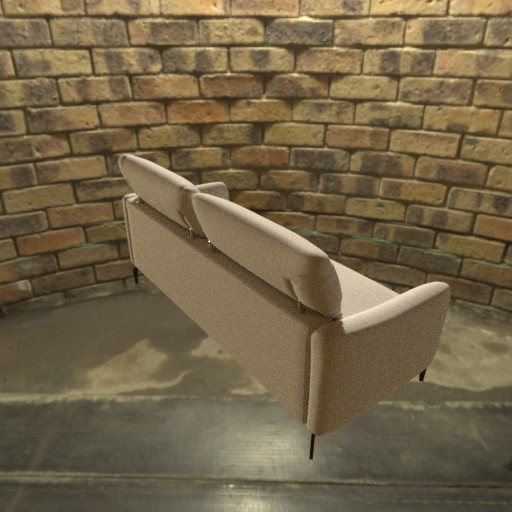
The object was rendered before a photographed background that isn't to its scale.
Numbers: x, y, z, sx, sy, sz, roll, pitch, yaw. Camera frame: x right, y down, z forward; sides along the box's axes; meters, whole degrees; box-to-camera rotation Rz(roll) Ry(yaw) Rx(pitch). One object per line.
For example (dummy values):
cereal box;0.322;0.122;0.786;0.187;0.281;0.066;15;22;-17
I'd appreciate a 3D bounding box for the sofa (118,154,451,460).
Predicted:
sofa;0.000;0.000;2.548;0.856;0.956;2.015;-19;33;-32
